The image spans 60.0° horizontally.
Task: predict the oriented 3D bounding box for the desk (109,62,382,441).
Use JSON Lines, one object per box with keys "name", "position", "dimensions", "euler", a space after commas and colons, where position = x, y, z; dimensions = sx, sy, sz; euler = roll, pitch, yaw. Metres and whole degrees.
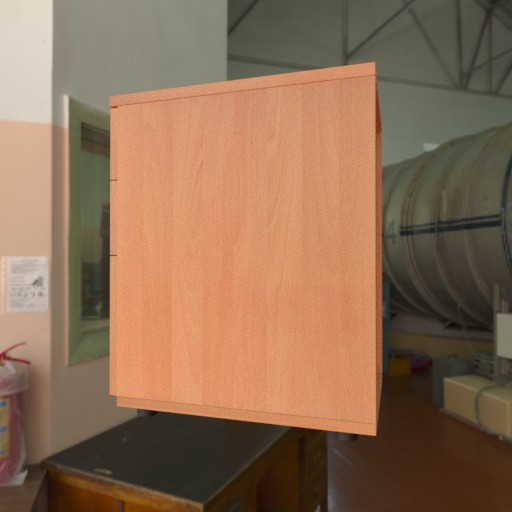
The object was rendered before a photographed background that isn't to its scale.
{"name": "desk", "position": [0.000, 0.000, 1.117], "dimensions": [0.600, 0.730, 0.404], "euler": [0, 0, 17]}
